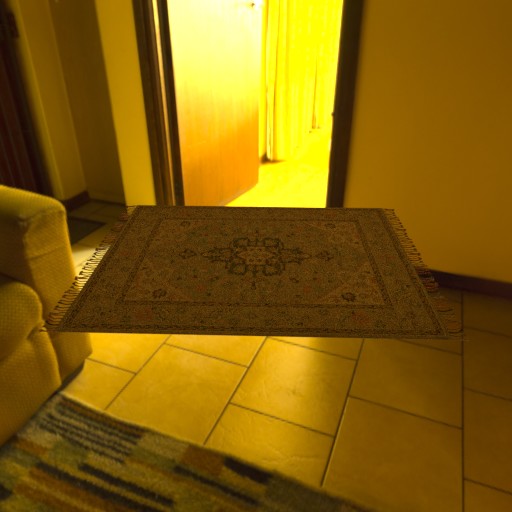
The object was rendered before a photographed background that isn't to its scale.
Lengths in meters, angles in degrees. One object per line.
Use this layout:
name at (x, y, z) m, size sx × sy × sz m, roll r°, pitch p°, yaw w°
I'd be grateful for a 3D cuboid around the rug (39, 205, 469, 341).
rug at (0.000, 0.000, 3.547) m, size 2.651 × 0.010 × 1.971 m, roll 1°, pitch 30°, yaw 2°
